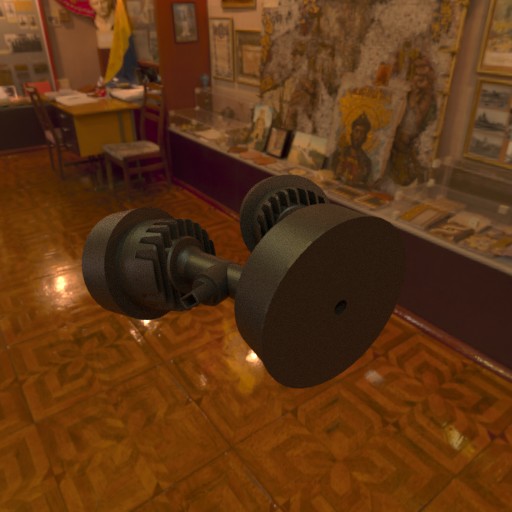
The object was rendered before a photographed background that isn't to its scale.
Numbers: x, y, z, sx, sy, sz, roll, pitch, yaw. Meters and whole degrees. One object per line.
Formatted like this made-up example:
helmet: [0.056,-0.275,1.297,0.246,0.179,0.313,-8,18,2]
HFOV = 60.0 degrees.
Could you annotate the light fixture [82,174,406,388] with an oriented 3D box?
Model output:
light fixture: [0.000,0.000,0.312,0.213,0.120,0.168,-18,34,-30]
